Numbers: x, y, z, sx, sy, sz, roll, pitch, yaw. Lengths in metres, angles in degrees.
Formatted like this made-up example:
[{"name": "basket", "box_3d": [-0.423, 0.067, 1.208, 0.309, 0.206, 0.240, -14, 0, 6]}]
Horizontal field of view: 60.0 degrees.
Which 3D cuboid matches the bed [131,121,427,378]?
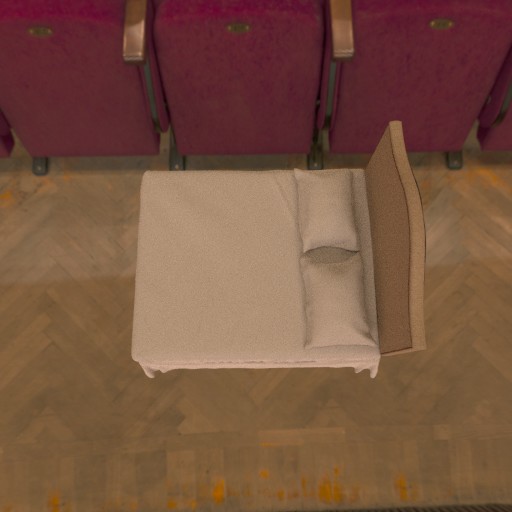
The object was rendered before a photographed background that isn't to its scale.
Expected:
[{"name": "bed", "box_3d": [0.000, 0.000, 3.503, 2.221, 1.645, 1.876, -1, 74, 0]}]
